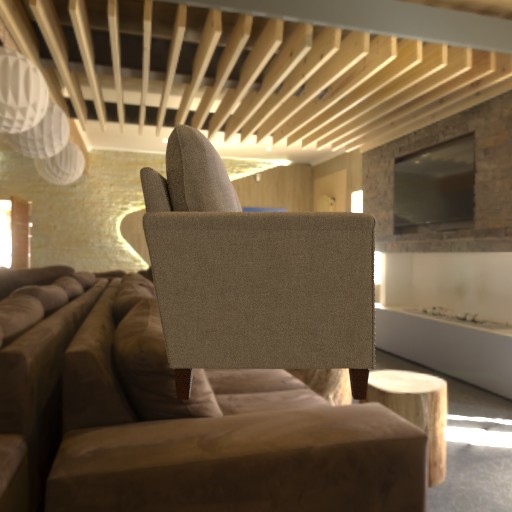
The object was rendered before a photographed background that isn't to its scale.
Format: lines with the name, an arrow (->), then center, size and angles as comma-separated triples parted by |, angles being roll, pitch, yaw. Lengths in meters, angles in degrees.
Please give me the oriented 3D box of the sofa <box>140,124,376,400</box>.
sofa -> 0.000, 0.000, 2.412 | 0.828, 0.959, 1.925 | 0, 0, 0
